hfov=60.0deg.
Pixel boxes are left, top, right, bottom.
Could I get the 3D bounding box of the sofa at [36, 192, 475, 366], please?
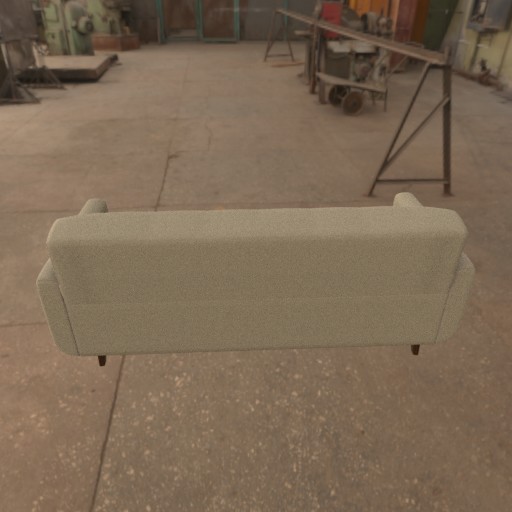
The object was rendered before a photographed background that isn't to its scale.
[{"bbox_3d":[0.000,0.000,2.580,2.137,0.892,0.980,-1,32,-2],"label":"sofa"}]
